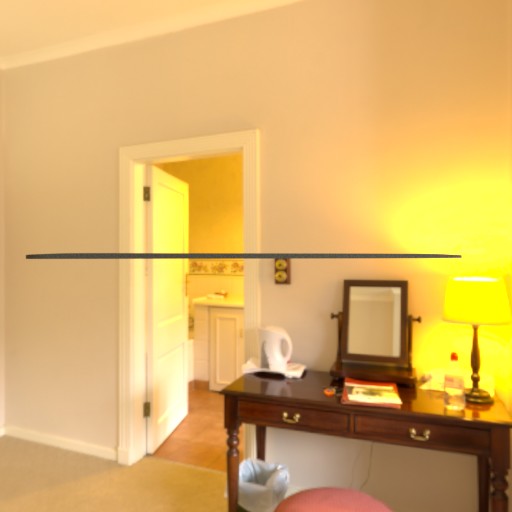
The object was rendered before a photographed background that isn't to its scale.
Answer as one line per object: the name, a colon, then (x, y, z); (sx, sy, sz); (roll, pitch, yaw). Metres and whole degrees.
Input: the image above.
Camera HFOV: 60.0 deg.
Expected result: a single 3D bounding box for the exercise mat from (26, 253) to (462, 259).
exercise mat: (0.000, 0.000, 2.094); (1.869, 0.021, 0.616); (0, 0, -16)
